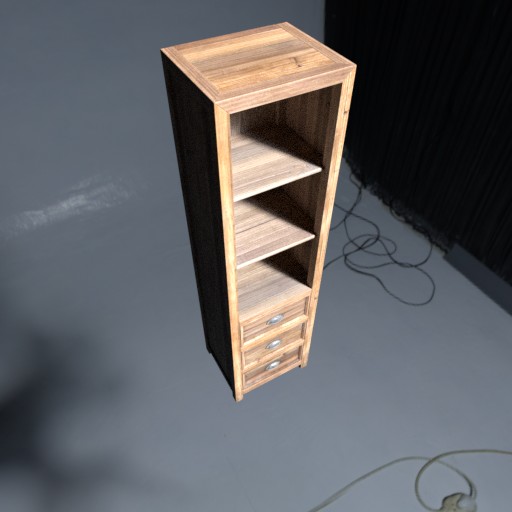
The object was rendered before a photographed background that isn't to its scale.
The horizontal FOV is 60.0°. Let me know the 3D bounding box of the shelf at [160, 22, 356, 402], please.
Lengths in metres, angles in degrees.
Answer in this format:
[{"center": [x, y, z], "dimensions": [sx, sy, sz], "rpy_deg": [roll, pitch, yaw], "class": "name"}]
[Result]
[{"center": [0.000, 0.000, 2.137], "dimensions": [0.500, 1.900, 0.428], "rpy_deg": [-22, 51, -19], "class": "shelf"}]
